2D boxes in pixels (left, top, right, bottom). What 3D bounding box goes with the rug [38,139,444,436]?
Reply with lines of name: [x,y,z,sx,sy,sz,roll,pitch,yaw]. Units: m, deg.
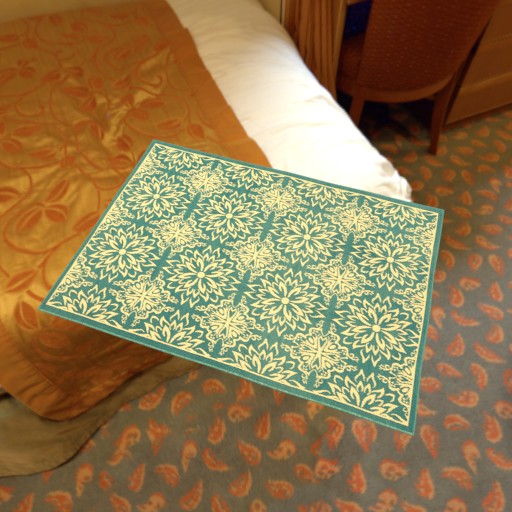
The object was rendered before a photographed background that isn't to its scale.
rug: [0.000,0.000,2.832,2.205,0.012,1.554,16,58,10]
